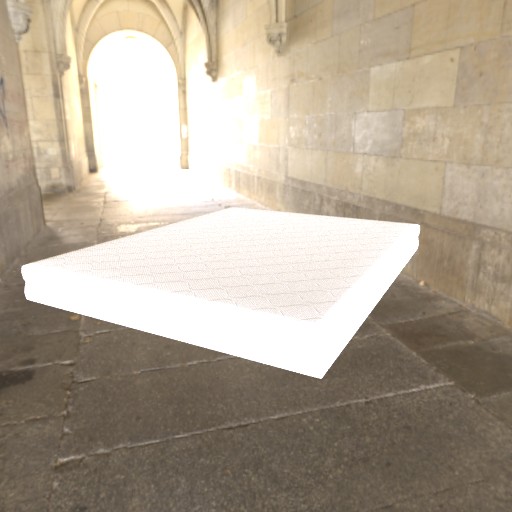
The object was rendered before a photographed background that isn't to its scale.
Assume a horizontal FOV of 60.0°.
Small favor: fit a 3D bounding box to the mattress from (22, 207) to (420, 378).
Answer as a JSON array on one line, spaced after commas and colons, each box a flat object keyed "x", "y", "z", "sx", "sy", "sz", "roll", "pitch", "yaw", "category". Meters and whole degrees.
[{"x": 0.000, "y": 0.000, "z": 2.718, "sx": 1.600, "sy": 0.200, "sz": 2.000, "roll": 8, "pitch": 18, "yaw": 27, "category": "mattress"}]
